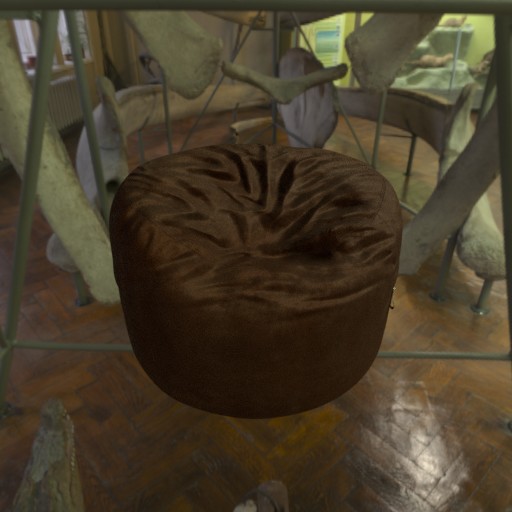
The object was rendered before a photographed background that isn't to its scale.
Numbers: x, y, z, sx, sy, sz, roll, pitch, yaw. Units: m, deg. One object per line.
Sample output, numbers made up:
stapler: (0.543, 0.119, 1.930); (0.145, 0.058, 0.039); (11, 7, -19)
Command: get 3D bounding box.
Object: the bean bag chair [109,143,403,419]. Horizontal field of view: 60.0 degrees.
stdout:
bean bag chair: (0.000, 0.000, 1.499); (0.918, 0.616, 0.918); (0, 30, 0)
